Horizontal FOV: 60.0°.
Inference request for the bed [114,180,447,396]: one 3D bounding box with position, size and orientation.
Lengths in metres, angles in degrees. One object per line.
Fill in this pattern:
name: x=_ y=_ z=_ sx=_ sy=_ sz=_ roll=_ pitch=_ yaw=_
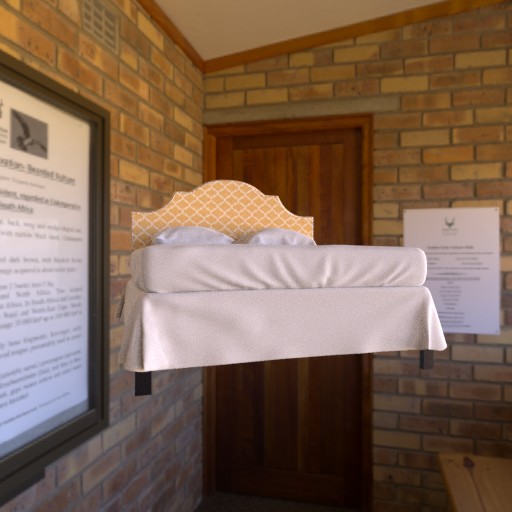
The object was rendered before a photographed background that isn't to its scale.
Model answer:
bed: x=0.000 y=0.000 z=3.781 sx=2.314 sy=1.601 sz=2.222 roll=0 pitch=0 yaw=-18
